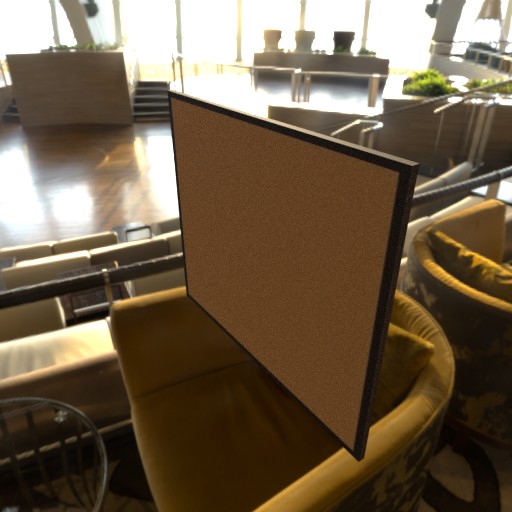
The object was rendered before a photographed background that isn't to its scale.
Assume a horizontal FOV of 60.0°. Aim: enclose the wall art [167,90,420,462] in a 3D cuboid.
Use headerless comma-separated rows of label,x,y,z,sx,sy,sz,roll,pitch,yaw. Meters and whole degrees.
wall art,0.000,0.000,1.421,0.023,0.875,1.033,-20,35,-31
